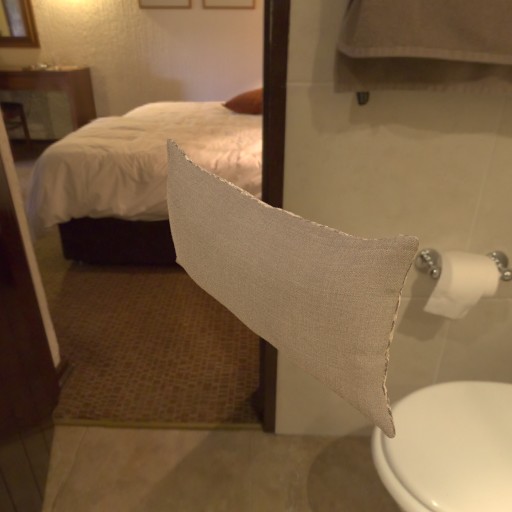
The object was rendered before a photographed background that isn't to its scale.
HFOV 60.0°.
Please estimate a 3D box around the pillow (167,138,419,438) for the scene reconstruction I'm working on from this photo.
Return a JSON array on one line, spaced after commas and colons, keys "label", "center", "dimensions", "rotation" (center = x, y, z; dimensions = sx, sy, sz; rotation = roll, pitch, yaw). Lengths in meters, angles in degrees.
[{"label": "pillow", "center": [0.000, 0.000, 0.755], "dimensions": [0.148, 0.290, 0.631], "rotation": [-18, 32, -31]}]
